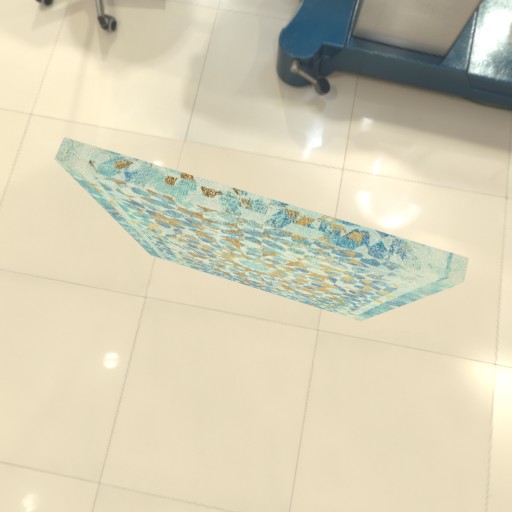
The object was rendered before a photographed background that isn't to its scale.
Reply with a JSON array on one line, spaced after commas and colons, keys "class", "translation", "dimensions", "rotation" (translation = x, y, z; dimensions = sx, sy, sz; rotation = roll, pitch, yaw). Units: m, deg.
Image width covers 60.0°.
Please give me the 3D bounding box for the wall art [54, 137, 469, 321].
[{"class": "wall art", "translation": [0.000, 0.000, 0.928], "dimensions": [0.609, 0.609, 0.040], "rotation": [17, 77, 4]}]
